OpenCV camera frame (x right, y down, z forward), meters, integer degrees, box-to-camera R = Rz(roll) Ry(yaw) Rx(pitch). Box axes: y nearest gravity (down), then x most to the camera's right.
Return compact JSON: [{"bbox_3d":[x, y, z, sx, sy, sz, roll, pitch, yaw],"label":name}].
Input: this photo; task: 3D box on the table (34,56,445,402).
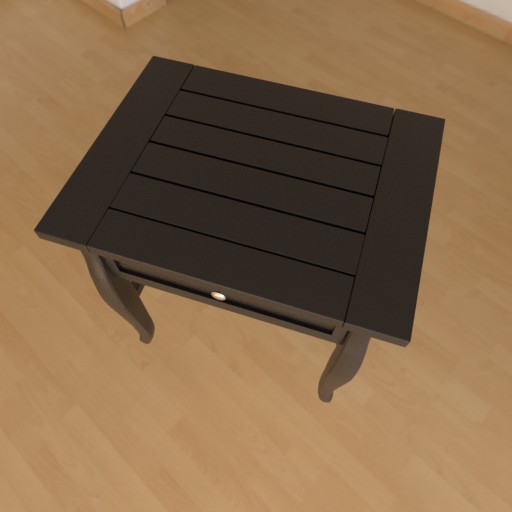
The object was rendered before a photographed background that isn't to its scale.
[{"bbox_3d":[0.000,0.000,1.032,0.602,0.604,0.460,16,61,9],"label":"table"}]
